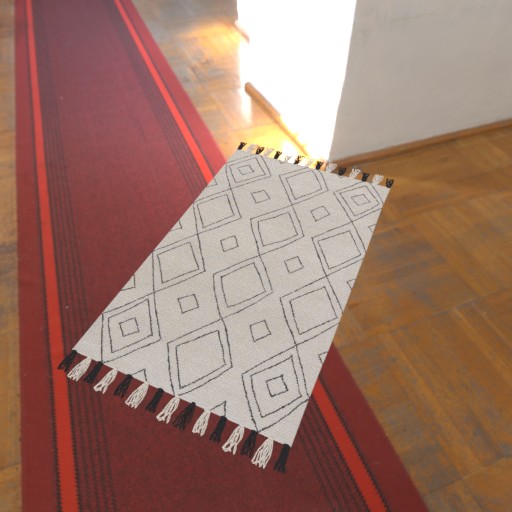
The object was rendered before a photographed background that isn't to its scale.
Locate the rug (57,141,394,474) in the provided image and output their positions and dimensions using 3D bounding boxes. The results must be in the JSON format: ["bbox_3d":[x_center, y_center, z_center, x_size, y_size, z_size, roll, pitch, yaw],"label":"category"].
[{"bbox_3d":[0.000,0.000,3.359,1.524,0.021,2.755,18,50,16],"label":"rug"}]
